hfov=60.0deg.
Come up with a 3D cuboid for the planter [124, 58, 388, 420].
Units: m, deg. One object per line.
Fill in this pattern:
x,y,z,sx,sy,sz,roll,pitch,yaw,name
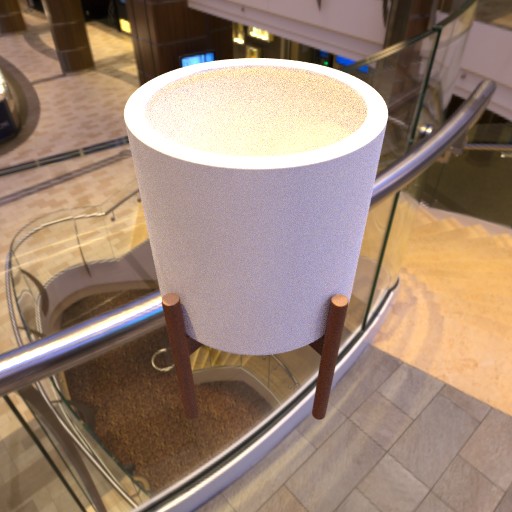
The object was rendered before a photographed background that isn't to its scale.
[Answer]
0.000,0.000,0.939,0.417,0.670,0.417,1,42,1,planter
